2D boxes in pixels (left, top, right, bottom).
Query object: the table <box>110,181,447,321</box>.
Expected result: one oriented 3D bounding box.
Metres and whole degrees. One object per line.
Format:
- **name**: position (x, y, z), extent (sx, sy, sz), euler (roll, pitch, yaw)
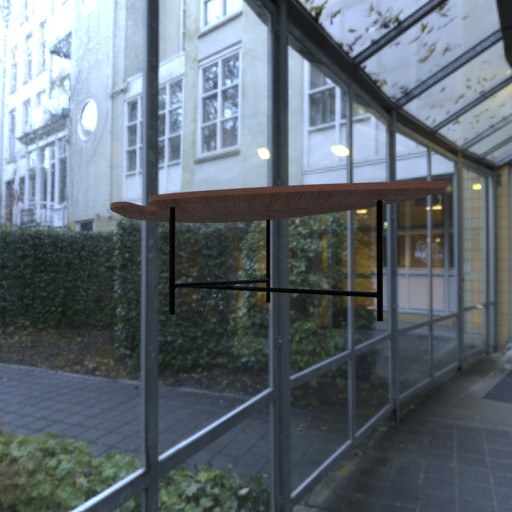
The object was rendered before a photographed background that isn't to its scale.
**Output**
- **table**: position (0.000, 0.000, 1.466), extent (1.199, 0.360, 0.598), euler (-1, -1, 38)
